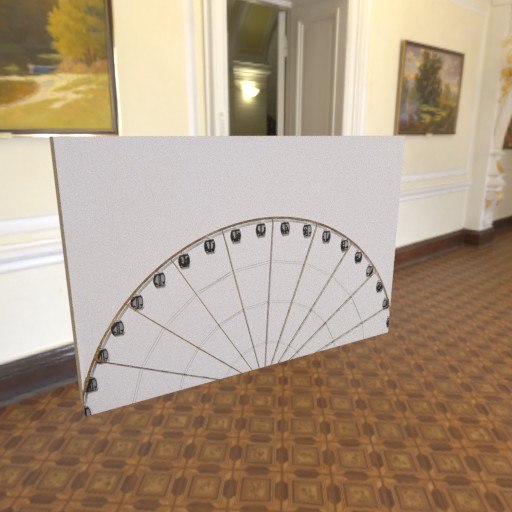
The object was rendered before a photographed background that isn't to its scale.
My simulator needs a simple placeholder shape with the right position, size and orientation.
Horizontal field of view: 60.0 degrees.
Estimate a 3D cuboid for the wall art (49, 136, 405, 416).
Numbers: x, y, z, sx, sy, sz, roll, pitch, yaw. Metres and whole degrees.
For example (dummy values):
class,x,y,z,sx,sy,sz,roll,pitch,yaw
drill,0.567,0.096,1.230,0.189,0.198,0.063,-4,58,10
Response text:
class,x,y,z,sx,sy,sz,roll,pitch,yaw
wall art,0.000,0.000,0.486,0.384,0.254,0.039,-8,17,-27
